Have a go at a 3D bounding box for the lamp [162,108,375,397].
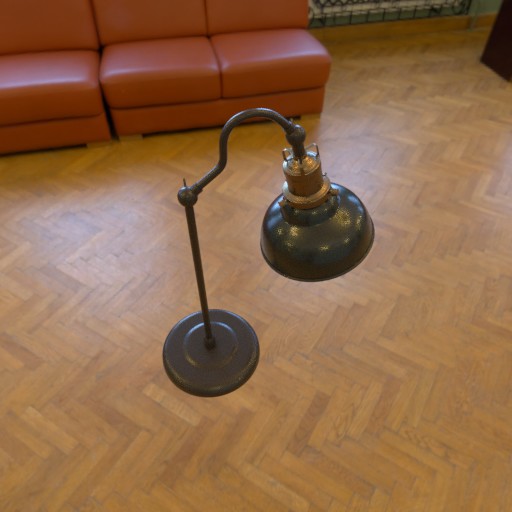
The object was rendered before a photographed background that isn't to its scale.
[{"bbox_3d":[0.000,0.000,0.708,0.374,0.508,0.192,-11,48,-10],"label":"lamp"}]
